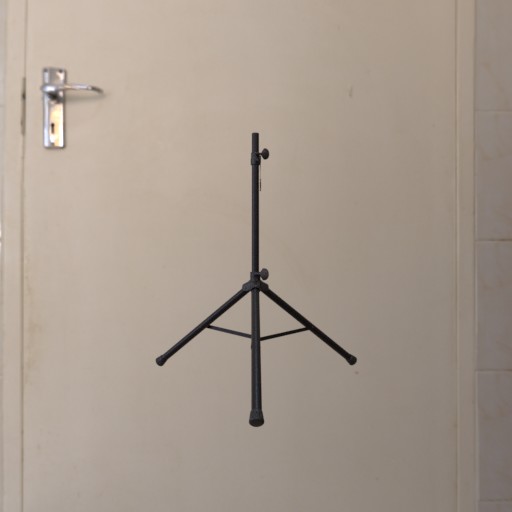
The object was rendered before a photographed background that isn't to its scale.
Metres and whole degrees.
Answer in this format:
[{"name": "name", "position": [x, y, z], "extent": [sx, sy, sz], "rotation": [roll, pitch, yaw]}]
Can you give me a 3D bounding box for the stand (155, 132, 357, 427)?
[{"name": "stand", "position": [0.000, 0.000, 1.895], "extent": [1.045, 1.136, 0.907], "rotation": [0, 0, 0]}]
